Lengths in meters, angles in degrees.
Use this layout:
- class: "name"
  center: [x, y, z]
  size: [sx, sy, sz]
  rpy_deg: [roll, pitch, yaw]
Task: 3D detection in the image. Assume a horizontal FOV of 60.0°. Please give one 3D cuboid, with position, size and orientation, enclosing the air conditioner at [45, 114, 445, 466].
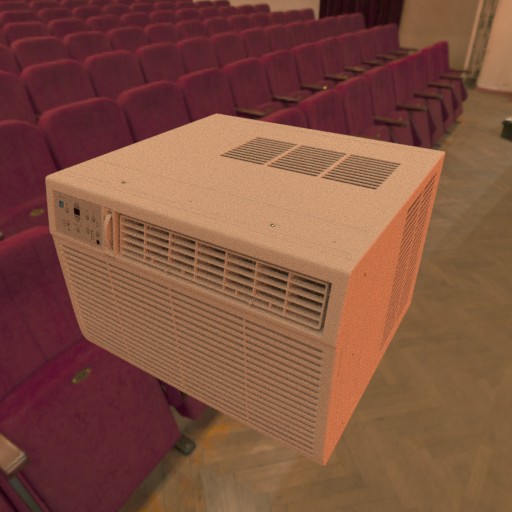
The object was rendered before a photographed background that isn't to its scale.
- class: "air conditioner"
  center: [0.000, 0.000, 1.053]
  size: [0.645, 0.455, 0.599]
  rpy_deg: [18, 36, 27]
